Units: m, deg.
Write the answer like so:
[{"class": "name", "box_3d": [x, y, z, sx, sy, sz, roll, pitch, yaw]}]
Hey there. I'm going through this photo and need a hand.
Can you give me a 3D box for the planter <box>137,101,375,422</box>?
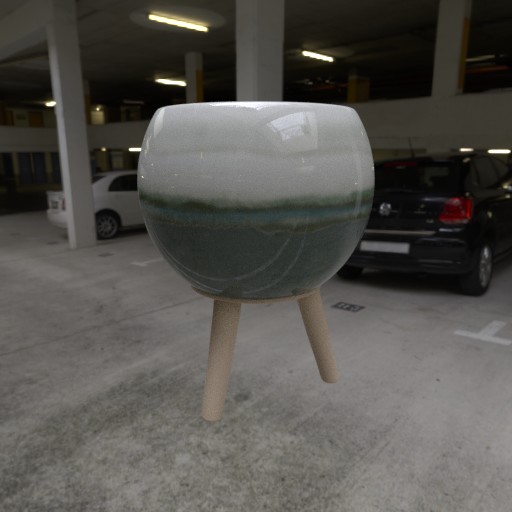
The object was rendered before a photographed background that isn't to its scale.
[{"class": "planter", "box_3d": [0.000, 0.000, 0.445, 0.222, 0.278, 0.222, 0, 14, 0]}]
